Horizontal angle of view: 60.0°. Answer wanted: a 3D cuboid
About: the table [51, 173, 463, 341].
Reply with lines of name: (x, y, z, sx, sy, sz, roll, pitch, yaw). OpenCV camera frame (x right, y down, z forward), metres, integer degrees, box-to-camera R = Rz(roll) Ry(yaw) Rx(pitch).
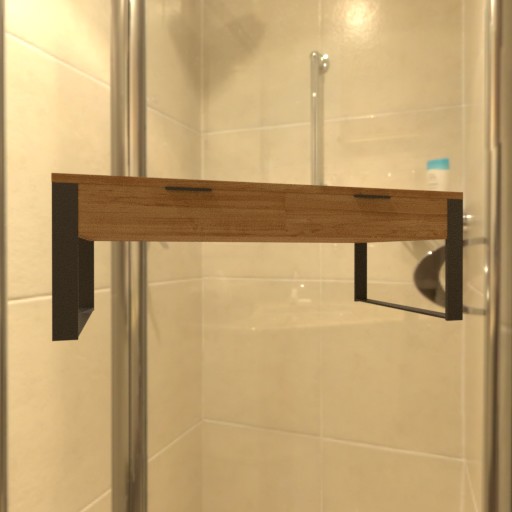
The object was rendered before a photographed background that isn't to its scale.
table: (0.000, 0.000, 1.492, 1.180, 0.400, 0.590, 0, 0, -16)
